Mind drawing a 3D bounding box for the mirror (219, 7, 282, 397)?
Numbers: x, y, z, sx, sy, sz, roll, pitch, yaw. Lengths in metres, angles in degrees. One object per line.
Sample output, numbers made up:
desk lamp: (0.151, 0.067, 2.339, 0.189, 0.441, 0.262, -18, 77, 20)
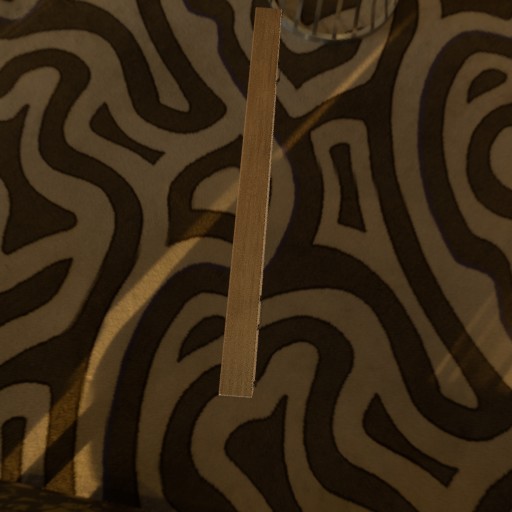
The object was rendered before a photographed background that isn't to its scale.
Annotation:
mirror: (0.000, 0.000, 0.879, 0.040, 0.710, 0.507, 4, 75, 1)
